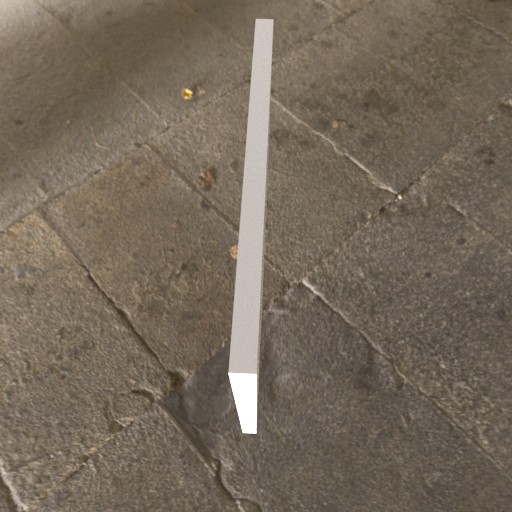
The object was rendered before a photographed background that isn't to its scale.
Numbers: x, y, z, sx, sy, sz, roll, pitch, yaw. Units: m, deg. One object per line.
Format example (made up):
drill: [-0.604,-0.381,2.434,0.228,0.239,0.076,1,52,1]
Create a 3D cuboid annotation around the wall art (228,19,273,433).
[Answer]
wall art: [0.000,0.000,0.823,0.028,0.559,0.559,2,63,1]
